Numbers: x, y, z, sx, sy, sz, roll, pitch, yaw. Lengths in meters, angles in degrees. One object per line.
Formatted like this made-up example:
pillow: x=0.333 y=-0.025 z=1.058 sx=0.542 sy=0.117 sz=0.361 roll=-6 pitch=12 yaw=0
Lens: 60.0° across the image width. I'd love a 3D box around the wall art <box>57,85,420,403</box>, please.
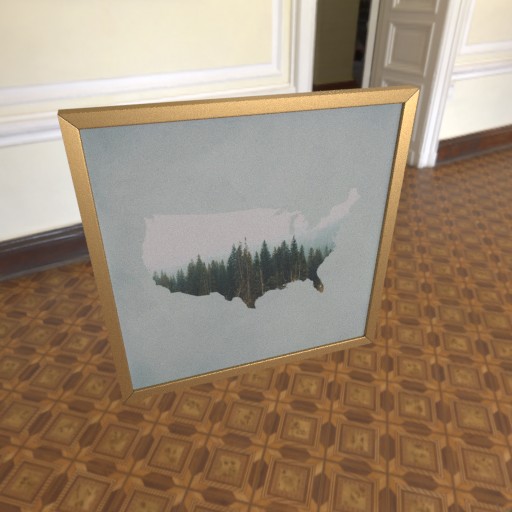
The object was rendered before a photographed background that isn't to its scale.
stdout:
wall art: x=0.000 y=0.000 z=1.109 sx=0.762 sy=0.762 sz=0.038 roll=-10 pitch=33 yaw=-15
